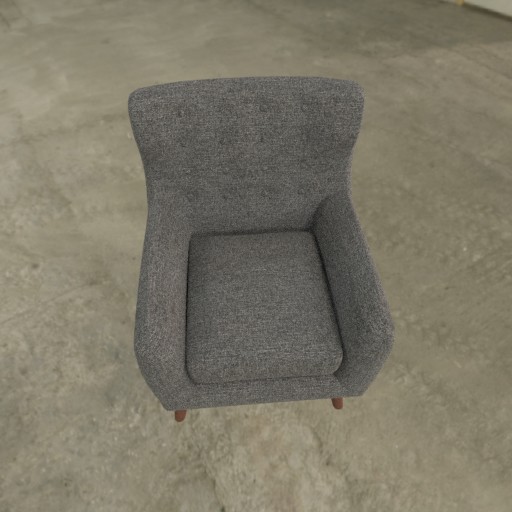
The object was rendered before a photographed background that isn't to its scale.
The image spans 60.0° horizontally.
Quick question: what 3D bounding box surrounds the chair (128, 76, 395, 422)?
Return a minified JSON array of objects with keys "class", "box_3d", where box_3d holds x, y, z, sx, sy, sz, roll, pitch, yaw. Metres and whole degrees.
[{"class":"chair","box_3d":[0.000,0.000,1.740,0.889,1.039,0.940,-3,46,-3]}]
